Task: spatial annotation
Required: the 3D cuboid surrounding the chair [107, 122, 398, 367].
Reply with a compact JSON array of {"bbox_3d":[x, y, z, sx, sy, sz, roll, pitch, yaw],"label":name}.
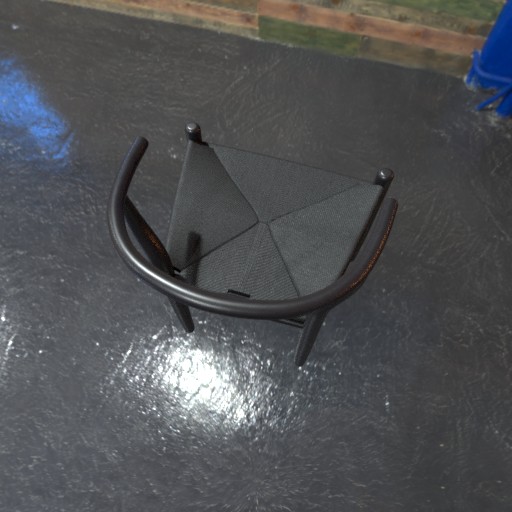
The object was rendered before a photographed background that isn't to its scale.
[{"bbox_3d":[0.000,0.000,1.141,0.569,0.730,0.579,15,64,8],"label":"chair"}]
